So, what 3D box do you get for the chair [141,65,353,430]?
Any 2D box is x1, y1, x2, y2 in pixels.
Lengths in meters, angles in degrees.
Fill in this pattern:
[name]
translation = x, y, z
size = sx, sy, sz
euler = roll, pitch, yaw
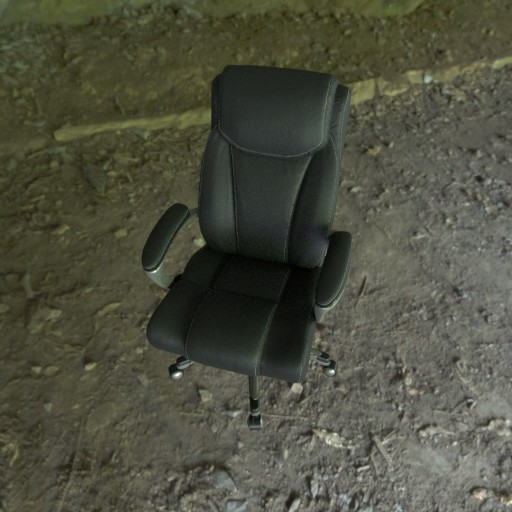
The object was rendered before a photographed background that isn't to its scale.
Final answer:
[chair]
translation = 0.000, 0.000, 1.653
size = 0.741, 1.167, 0.784
euler = 11, 41, 12
